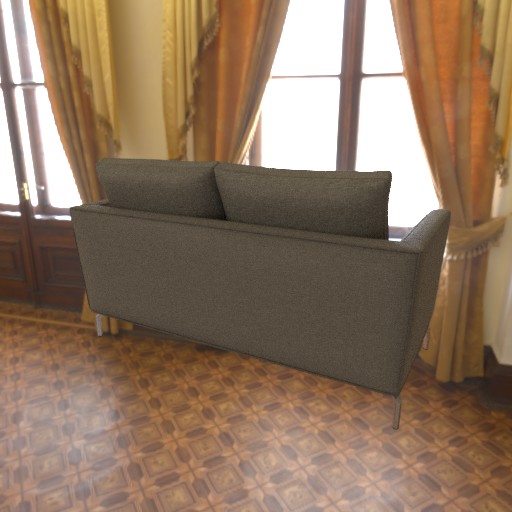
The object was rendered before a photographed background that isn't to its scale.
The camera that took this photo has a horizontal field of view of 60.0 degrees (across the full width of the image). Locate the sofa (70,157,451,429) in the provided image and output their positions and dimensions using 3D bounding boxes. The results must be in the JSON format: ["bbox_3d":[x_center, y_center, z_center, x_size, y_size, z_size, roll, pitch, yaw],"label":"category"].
[{"bbox_3d":[0.000,0.000,2.109,1.594,0.924,0.803,9,19,28],"label":"sofa"}]
